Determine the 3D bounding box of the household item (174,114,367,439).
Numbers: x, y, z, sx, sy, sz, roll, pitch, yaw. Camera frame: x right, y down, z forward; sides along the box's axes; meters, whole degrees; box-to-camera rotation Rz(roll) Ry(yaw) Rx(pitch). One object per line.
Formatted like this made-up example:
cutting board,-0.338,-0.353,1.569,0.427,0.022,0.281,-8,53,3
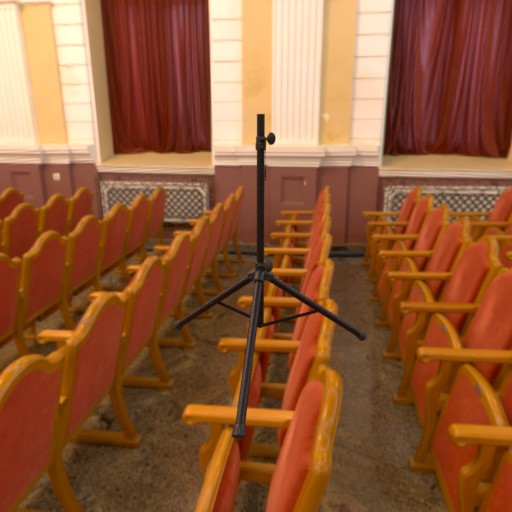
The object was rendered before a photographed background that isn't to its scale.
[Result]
household item,0.000,0.000,1.852,1.045,1.136,0.907,3,17,9
